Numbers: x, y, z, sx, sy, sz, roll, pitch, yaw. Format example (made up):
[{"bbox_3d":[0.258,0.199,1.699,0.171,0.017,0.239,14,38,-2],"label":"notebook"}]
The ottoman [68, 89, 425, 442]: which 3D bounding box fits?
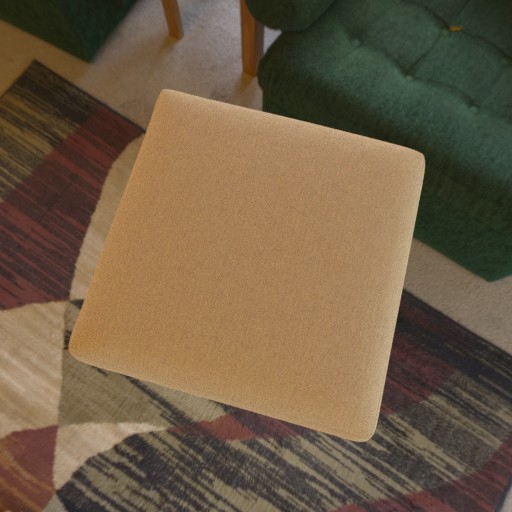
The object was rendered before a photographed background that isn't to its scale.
[{"bbox_3d":[0.000,0.000,1.626,1.041,0.470,1.041,15,76,4],"label":"ottoman"}]
